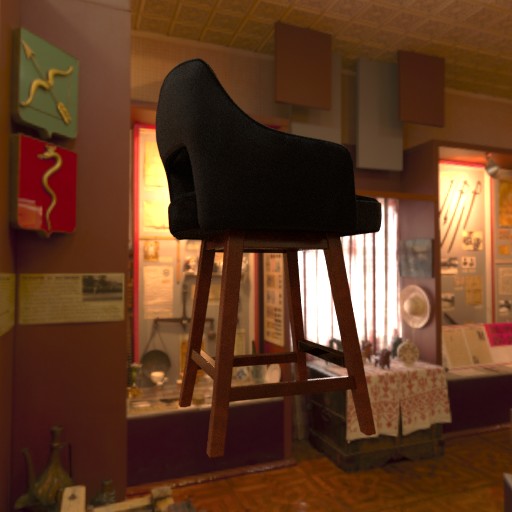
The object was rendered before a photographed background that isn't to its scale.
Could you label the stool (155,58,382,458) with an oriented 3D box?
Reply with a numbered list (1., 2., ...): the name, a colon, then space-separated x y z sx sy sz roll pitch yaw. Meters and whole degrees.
1. stool: 0.000 0.000 1.279 0.560 0.940 0.550 1 -2 -19
